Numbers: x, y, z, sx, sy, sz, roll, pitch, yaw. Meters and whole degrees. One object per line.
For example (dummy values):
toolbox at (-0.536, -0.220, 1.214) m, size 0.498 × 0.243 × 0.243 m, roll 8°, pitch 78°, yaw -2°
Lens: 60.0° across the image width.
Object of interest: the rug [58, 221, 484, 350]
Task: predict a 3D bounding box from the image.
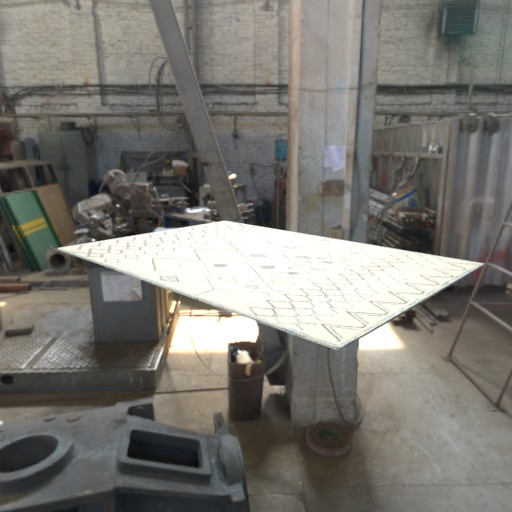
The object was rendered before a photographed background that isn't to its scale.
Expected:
rug at (0.000, 0.000, 2.277) m, size 1.820 × 0.009 × 1.260 m, roll 13°, pitch 19°, yaw 42°
